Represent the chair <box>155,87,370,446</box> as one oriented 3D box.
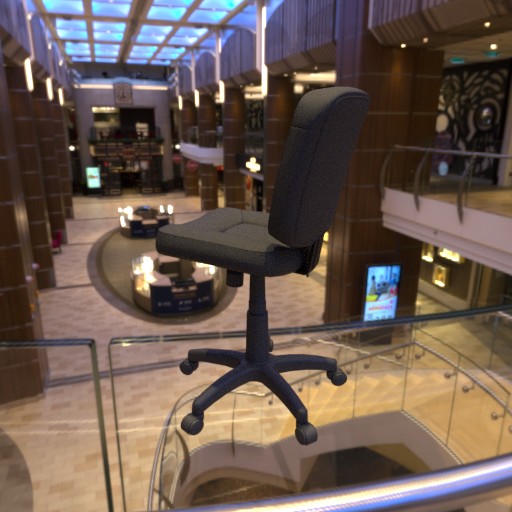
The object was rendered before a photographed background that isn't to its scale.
[{"bbox_3d":[0.000,0.000,1.390,0.610,0.972,0.610,8,18,24],"label":"chair"}]
